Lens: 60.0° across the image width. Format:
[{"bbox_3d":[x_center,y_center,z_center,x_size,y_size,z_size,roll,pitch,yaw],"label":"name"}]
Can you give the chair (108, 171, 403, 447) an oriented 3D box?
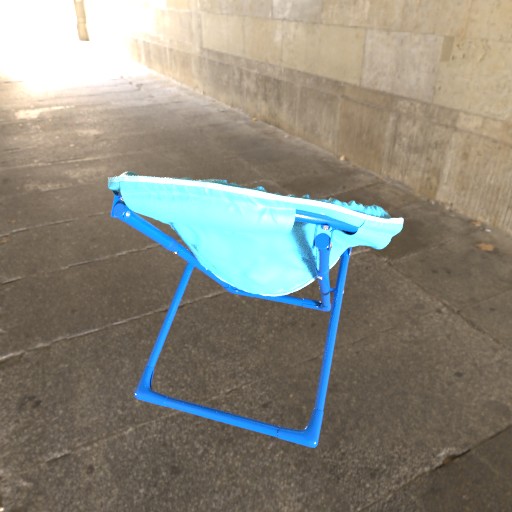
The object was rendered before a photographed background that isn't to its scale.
[{"bbox_3d":[0.000,0.000,0.874,0.520,0.478,0.465,9,32,15],"label":"chair"}]
